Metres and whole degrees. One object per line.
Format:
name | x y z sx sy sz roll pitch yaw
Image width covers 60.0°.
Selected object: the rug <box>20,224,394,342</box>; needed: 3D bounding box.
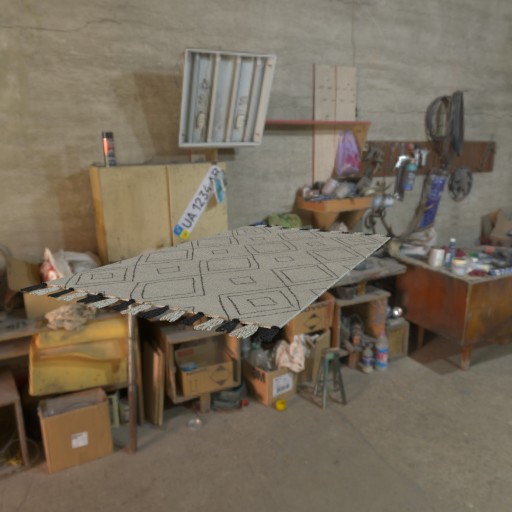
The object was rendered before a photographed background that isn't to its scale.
rug | 0.000 0.000 3.268 1.524 0.021 2.755 6 14 27
